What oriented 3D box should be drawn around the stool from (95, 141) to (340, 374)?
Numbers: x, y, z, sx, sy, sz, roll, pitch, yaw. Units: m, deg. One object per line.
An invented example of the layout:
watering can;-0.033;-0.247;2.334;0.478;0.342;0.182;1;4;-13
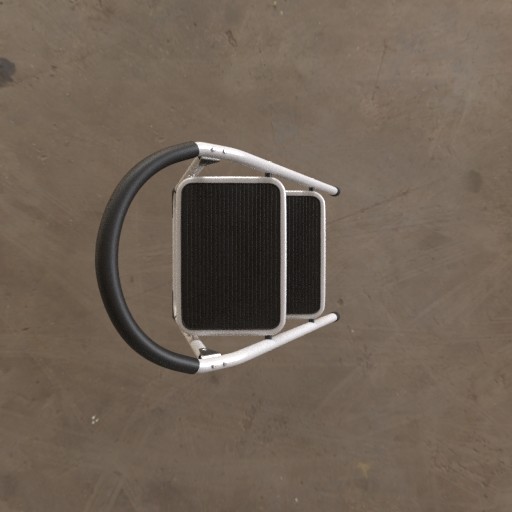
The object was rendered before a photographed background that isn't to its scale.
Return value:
stool;0.000;0.000;1.111;0.559;0.760;0.453;0;91;0
